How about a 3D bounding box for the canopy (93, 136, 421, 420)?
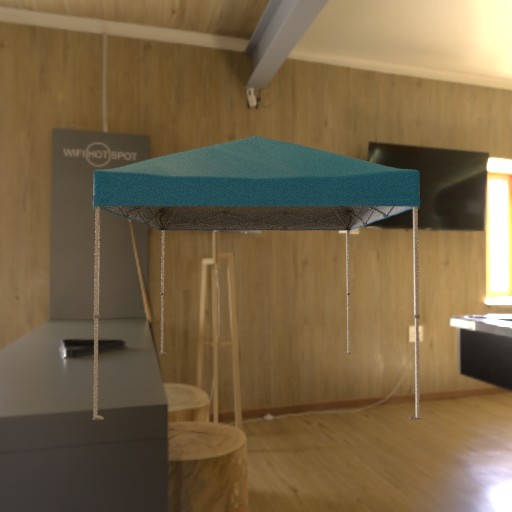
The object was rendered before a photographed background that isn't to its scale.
[{"bbox_3d":[0.000,0.000,5.504,2.996,2.997,2.998,0,-1,0],"label":"canopy"}]
